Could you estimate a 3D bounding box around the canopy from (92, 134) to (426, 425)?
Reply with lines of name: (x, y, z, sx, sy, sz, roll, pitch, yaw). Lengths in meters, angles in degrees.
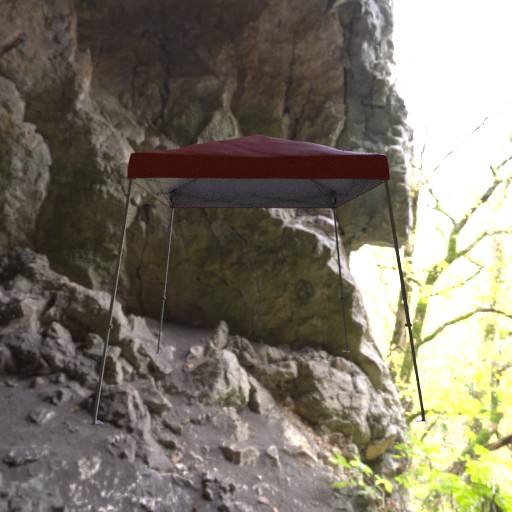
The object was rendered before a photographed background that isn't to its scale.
canopy: (0.000, 0.000, 5.192, 2.848, 2.849, 2.849, 0, 0, -2)
